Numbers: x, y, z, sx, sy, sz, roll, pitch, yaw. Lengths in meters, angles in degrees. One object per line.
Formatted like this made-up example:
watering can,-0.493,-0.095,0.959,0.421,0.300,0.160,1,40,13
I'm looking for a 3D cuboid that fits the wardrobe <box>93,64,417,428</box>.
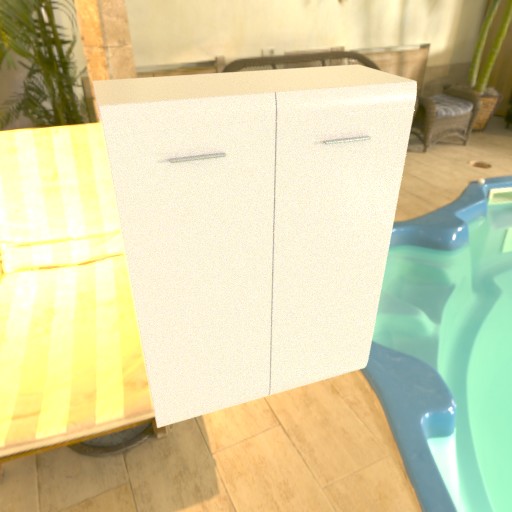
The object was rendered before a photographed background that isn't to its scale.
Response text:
wardrobe,0.000,0.000,1.615,0.900,1.200,0.360,-11,33,-17
